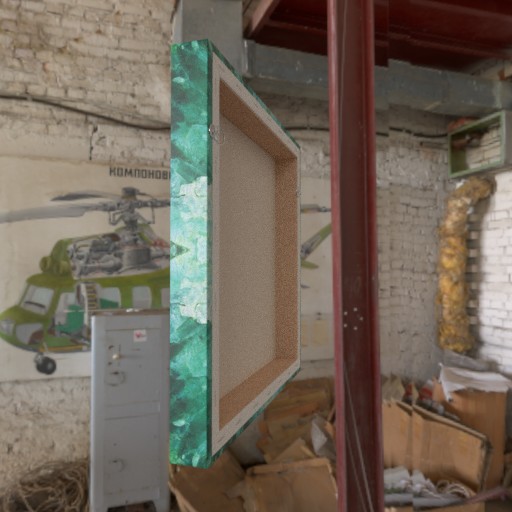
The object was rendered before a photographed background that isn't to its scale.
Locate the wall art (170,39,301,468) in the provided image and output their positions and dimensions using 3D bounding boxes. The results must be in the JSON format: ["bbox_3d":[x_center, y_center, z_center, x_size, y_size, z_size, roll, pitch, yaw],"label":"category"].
[{"bbox_3d":[0.000,0.000,0.473,0.033,0.313,0.313,0,-1,18],"label":"wall art"}]
